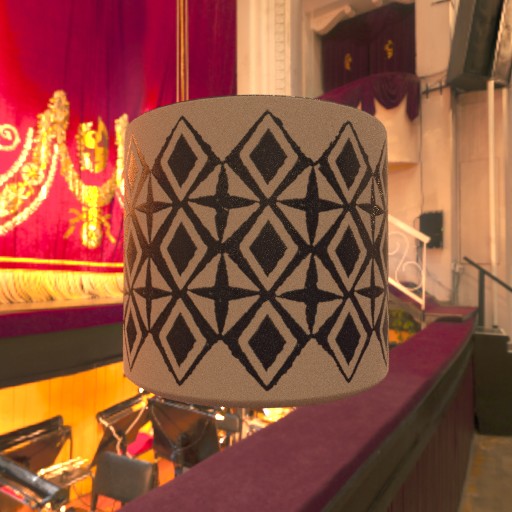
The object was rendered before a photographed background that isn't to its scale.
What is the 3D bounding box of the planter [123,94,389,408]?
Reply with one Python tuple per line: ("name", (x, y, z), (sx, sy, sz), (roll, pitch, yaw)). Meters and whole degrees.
("planter", (0.000, 0.000, 0.277), (0.159, 0.144, 0.159), (0, -1, 0))
